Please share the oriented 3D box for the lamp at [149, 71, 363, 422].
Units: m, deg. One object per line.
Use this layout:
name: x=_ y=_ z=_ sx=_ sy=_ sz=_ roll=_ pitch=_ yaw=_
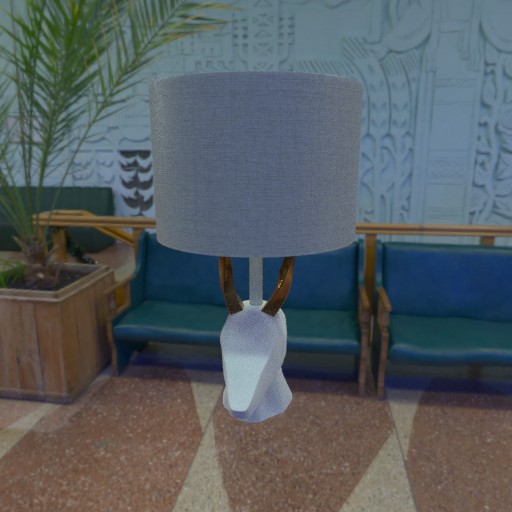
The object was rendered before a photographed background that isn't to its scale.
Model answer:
lamp: x=0.000 y=0.000 z=0.690 sx=0.298 sy=0.503 sz=0.298 roll=2 pitch=14 yaw=9
